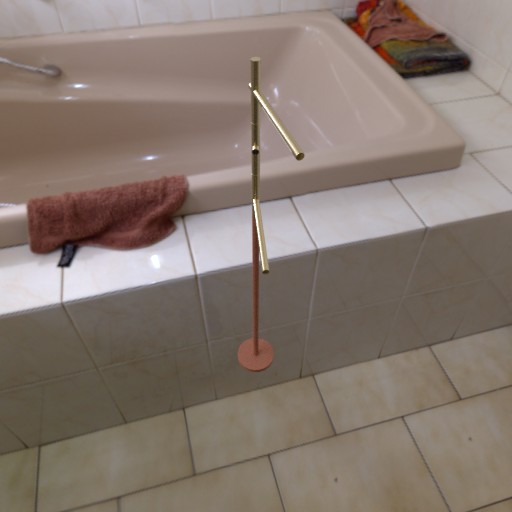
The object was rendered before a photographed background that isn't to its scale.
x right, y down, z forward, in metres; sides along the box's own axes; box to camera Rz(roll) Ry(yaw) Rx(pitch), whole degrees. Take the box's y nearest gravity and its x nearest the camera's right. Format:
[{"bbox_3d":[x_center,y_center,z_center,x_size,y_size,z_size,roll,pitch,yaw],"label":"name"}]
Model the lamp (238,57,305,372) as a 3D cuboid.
[{"bbox_3d":[0.000,0.000,1.933,0.209,1.704,0.737,-9,48,-9],"label":"lamp"}]
